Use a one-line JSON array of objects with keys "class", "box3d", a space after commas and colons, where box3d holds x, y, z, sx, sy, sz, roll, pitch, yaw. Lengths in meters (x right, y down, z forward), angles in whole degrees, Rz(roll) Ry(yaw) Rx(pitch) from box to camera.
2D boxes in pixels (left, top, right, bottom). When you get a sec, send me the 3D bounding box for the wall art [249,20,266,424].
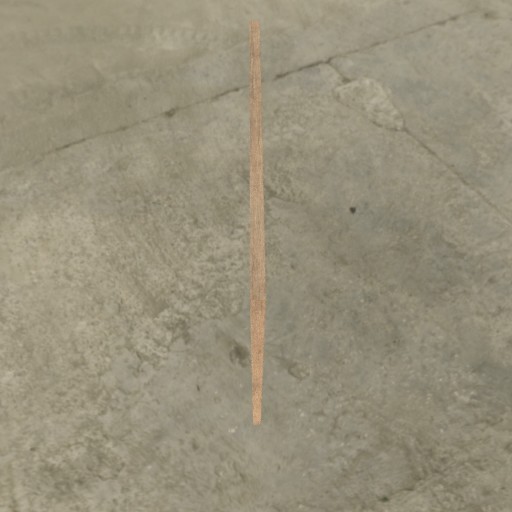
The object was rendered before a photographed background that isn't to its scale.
[{"class": "wall art", "box3d": [0.000, 0.000, 0.917, 0.018, 0.686, 0.534, 0, 58, 0]}]
